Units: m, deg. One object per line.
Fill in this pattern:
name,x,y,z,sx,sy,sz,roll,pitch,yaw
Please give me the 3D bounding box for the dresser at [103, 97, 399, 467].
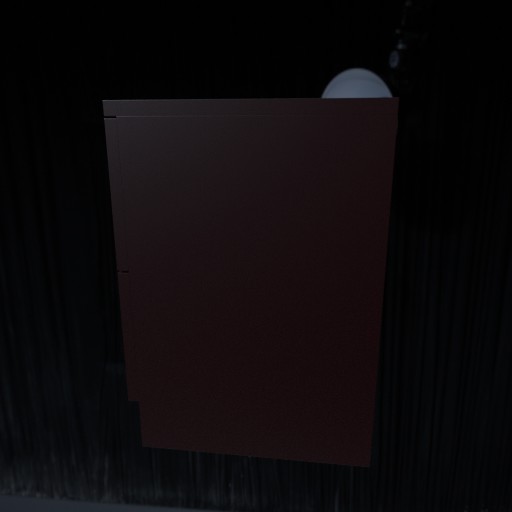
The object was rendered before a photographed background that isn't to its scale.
dresser,0.000,0.000,0.747,0.360,0.470,0.400,2,15,7
